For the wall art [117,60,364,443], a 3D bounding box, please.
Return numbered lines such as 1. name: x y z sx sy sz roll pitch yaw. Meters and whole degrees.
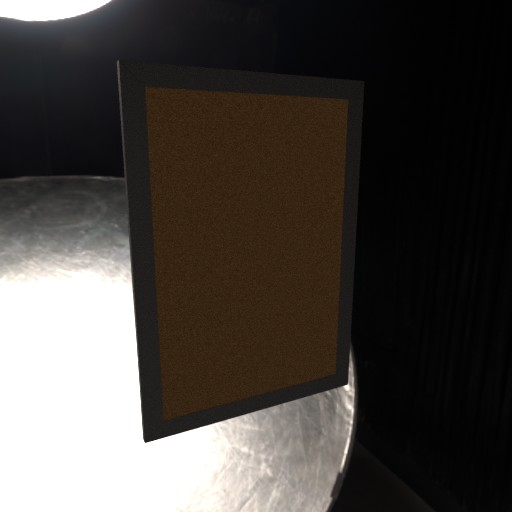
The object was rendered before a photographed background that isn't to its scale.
1. wall art: 0.000 0.000 0.689 0.380 0.534 0.013 -7 15 -26
